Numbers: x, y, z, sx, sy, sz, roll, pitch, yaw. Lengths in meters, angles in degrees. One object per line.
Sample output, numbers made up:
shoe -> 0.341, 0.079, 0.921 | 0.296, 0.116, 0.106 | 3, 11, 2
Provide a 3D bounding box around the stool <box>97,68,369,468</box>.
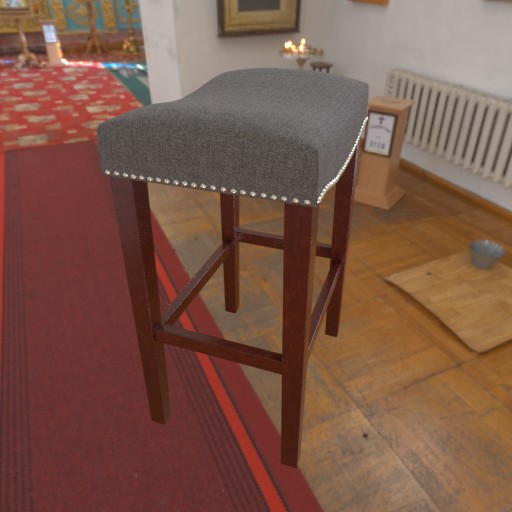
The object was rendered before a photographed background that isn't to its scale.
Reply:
stool -> 0.000, 0.000, 1.018 | 0.372, 0.742, 0.504 | 11, 33, 17
